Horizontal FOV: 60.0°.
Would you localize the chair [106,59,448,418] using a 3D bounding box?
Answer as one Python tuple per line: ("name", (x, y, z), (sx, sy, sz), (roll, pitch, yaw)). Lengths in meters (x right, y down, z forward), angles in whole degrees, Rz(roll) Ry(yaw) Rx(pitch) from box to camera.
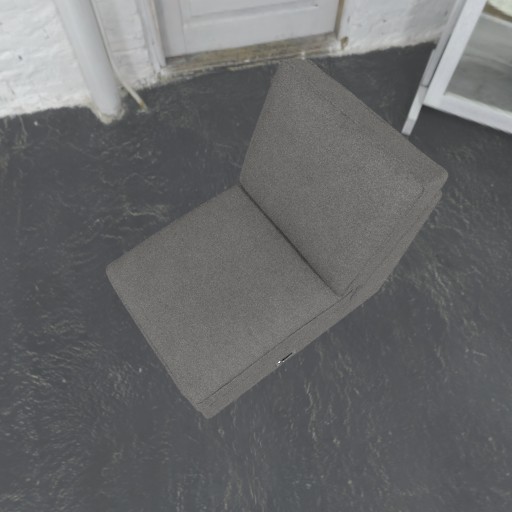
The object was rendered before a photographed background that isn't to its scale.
("chair", (0.000, 0.000, 1.571), (0.938, 0.970, 0.621), (-34, 68, -16))
